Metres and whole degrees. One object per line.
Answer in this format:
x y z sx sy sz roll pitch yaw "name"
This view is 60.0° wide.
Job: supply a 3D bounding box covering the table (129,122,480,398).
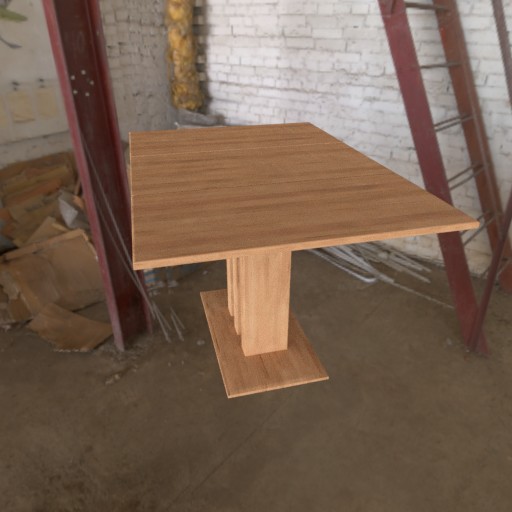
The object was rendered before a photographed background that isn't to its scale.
0.000 0.000 1.819 0.900 0.770 1.300 -7 29 -13 "table"
